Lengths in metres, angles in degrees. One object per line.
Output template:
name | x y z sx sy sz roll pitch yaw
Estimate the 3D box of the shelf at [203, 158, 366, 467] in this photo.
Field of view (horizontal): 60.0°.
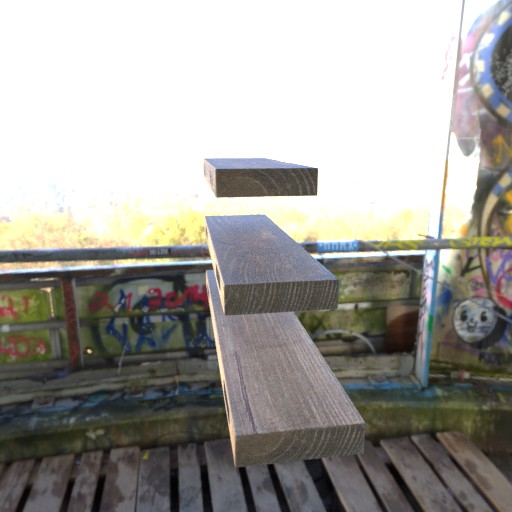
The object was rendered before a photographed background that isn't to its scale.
shelf | 0.000 0.000 0.724 0.140 0.293 0.610 -2 15 -9
